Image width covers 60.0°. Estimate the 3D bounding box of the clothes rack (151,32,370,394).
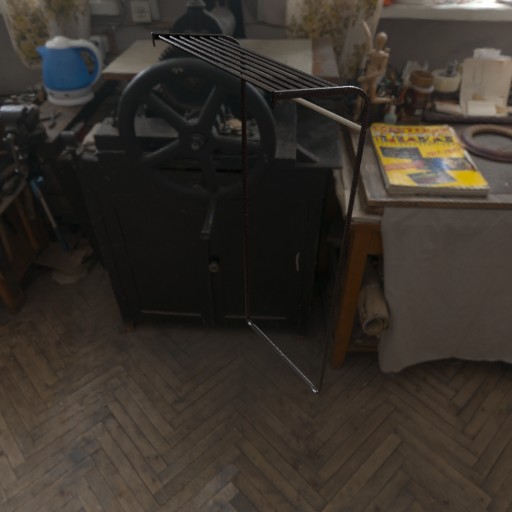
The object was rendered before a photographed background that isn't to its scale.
[{"bbox_3d":[0.000,0.000,1.770,0.349,1.574,0.609,-26,47,-27],"label":"clothes rack"}]
